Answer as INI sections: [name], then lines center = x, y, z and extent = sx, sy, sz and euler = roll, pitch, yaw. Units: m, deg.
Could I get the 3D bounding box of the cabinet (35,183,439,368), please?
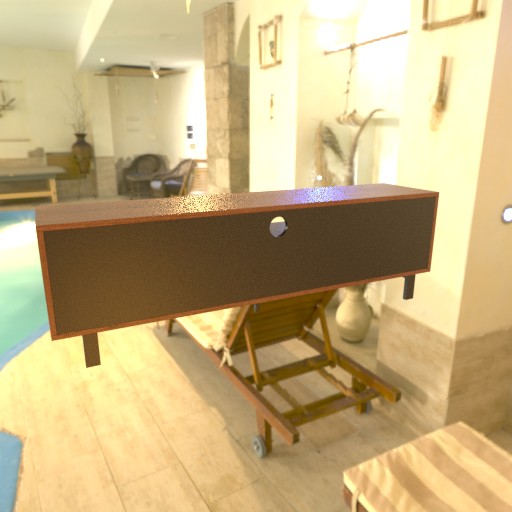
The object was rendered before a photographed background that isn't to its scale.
[cabinet]
center = 0.000, 0.000, 1.905
extent = 1.650, 0.500, 0.400
euler = -8, 18, -25
